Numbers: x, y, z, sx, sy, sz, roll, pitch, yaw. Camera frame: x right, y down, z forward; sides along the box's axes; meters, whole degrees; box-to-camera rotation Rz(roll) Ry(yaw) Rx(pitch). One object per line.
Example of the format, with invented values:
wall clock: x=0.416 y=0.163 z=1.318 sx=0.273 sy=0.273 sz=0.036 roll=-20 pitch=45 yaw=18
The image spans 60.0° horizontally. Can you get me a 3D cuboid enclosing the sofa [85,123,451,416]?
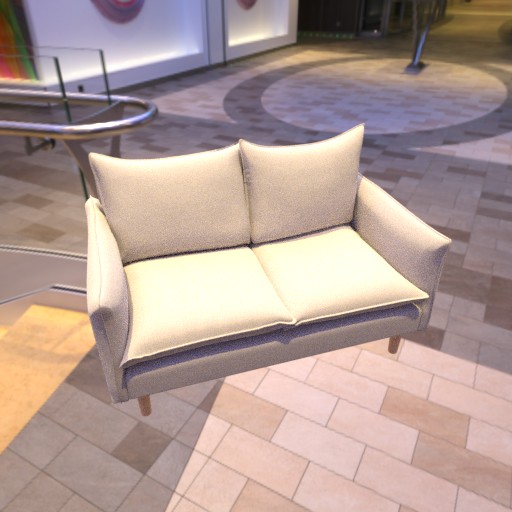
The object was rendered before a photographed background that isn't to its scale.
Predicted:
sofa: x=0.000 y=0.000 z=1.839 sx=1.300 sy=0.840 sz=0.820 roll=-10 pitch=33 yaw=-15
